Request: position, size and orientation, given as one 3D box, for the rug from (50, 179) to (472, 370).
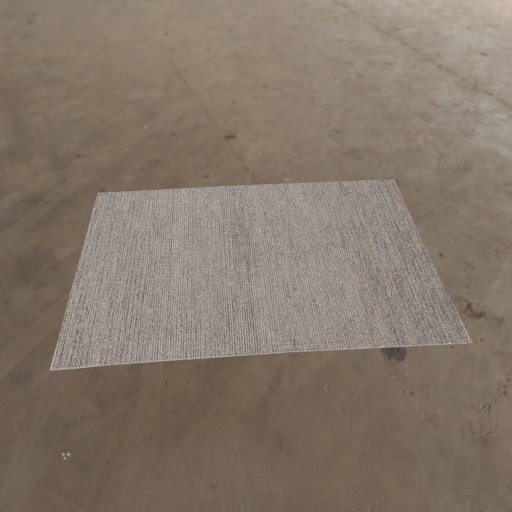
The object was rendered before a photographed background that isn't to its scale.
[{"bbox_3d":[0.000,0.000,2.273,1.804,0.022,1.162,-3,47,-3],"label":"rug"}]
